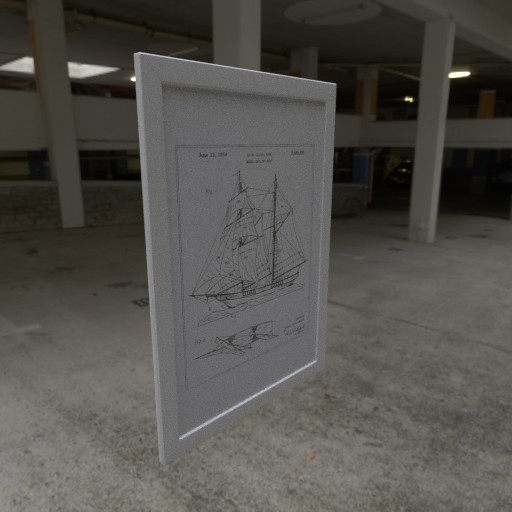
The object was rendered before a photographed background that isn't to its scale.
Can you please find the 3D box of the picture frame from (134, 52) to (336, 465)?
[{"bbox_3d":[0.000,0.000,0.688,0.012,0.534,0.381,14,20,42],"label":"picture frame"}]
